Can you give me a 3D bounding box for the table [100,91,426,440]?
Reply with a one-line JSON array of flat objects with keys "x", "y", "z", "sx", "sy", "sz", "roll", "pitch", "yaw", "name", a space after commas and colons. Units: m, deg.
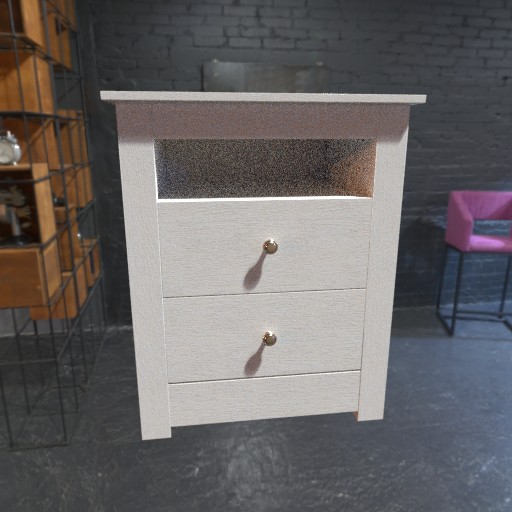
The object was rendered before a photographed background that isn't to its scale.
[{"x": 0.000, "y": 0.000, "z": 1.076, "sx": 0.589, "sy": 0.711, "sz": 0.406, "roll": -2, "pitch": 15, "yaw": -7, "name": "table"}]
